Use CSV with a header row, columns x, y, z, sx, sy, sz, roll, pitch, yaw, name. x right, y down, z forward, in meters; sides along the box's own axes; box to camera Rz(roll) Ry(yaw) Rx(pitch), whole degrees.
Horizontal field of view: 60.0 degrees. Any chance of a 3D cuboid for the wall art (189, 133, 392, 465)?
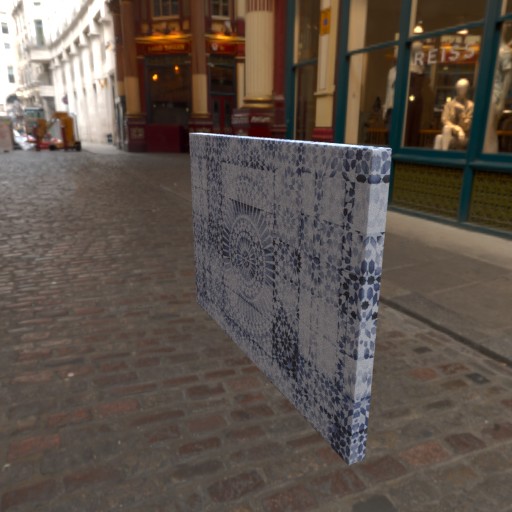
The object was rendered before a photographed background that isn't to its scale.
x,y,z,sx,sy,sz,roll,pitch,yaw,name
0.000,0.000,0.788,0.030,0.406,0.608,-8,19,-25,wall art
